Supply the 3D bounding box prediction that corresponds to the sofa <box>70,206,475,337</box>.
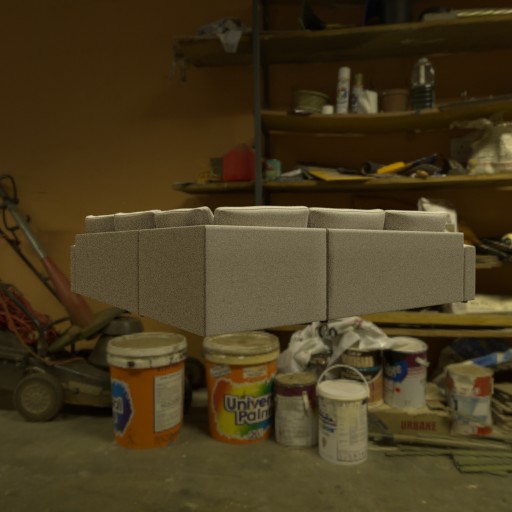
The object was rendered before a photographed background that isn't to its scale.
[{"bbox_3d":[0.000,0.000,4.796,3.066,0.918,3.206,-1,2,-36],"label":"sofa"}]
